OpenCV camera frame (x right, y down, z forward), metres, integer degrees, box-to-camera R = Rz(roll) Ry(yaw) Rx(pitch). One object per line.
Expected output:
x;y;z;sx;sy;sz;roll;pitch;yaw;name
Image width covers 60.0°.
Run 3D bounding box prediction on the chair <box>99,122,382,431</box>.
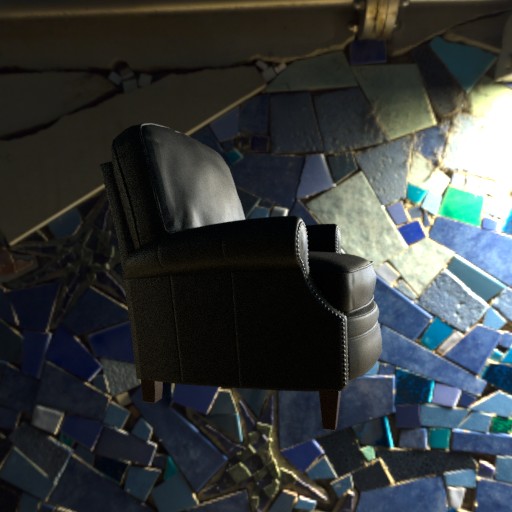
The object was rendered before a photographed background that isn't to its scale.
0.000;0.000;1.788;0.986;1.018;0.936;1;2;19;chair
